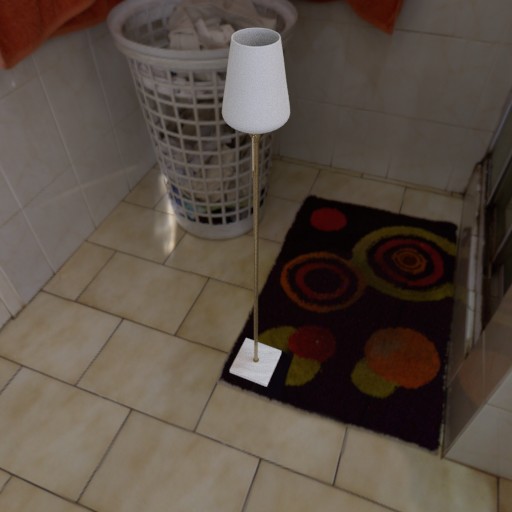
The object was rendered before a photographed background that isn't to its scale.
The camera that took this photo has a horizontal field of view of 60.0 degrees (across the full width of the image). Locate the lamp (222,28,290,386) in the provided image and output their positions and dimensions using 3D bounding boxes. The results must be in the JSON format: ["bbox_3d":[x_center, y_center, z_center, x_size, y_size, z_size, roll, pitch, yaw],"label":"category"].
[{"bbox_3d":[0.000,0.000,1.918,0.229,1.813,0.232,17,49,16],"label":"lamp"}]
